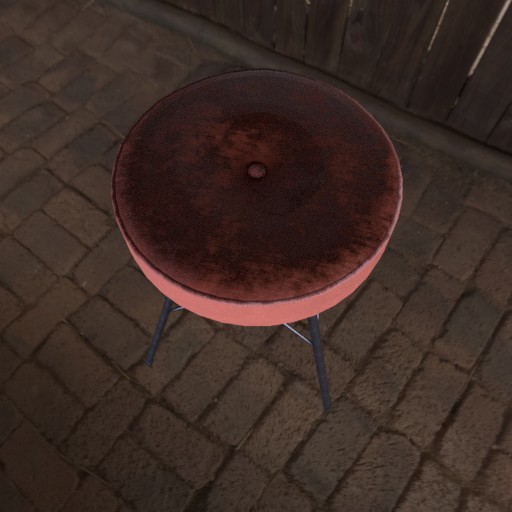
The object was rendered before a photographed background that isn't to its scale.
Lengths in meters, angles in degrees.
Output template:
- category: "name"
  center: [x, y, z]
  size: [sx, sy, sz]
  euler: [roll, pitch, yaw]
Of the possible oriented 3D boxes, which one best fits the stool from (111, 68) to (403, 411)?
- category: "stool"
  center: [0.000, 0.000, 0.877]
  size: [0.457, 0.593, 0.421]
  euler: [12, 64, 6]
